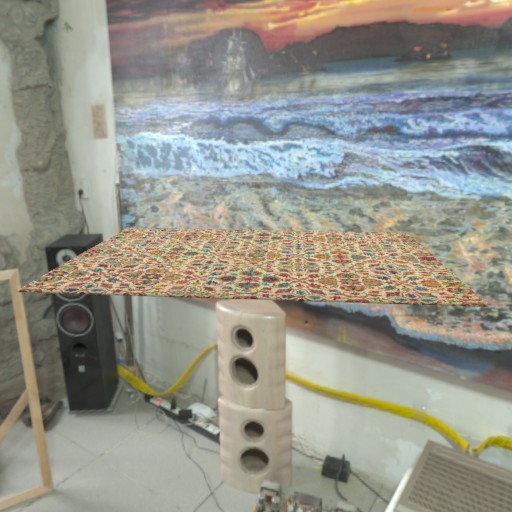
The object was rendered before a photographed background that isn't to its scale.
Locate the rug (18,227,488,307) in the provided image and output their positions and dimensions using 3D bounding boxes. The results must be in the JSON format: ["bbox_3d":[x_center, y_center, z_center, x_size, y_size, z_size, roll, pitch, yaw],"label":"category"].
[{"bbox_3d":[0.000,0.000,2.306,1.838,0.013,1.226,1,16,5],"label":"rug"}]
